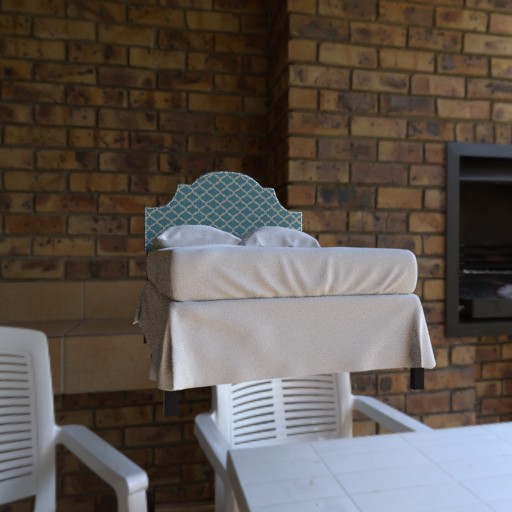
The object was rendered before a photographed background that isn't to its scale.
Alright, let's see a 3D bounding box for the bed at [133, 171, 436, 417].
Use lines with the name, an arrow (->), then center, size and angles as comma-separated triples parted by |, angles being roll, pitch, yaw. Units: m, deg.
bed -> 0.000, 0.000, 3.442 | 1.780, 1.633, 2.222 | 0, 0, -17
